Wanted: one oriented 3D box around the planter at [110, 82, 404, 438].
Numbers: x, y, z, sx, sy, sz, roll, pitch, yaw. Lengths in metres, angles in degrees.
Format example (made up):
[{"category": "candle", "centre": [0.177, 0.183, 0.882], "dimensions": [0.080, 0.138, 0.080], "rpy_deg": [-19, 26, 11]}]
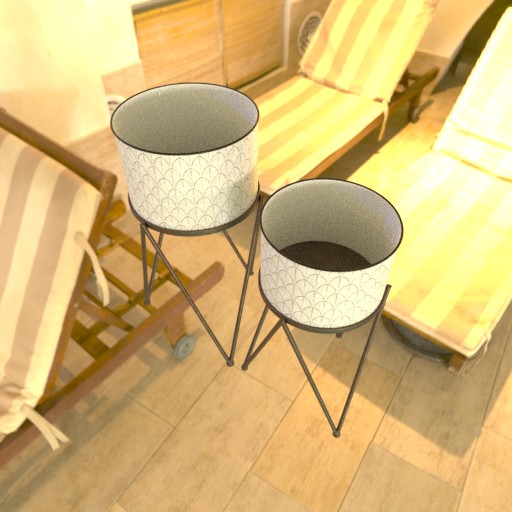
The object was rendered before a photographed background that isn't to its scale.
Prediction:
[{"category": "planter", "centre": [0.000, 0.000, 1.179], "dimensions": [0.769, 0.712, 0.413], "rpy_deg": [30, 52, 26]}]
